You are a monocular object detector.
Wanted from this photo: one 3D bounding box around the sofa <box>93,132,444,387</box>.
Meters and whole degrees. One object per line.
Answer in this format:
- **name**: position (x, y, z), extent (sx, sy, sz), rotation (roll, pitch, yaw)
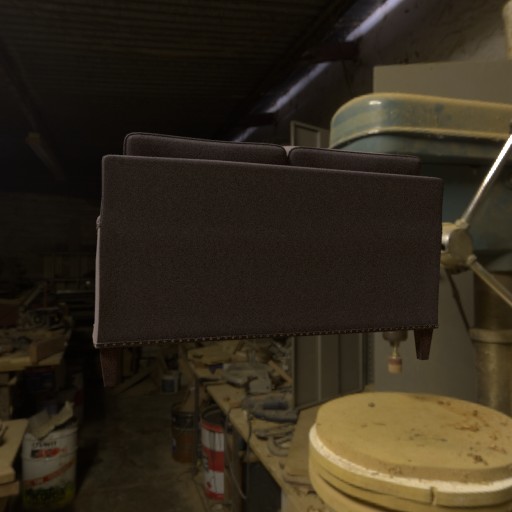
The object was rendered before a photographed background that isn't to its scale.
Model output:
- **sofa**: position (0.000, 0.000, 2.318), extent (1.597, 1.003, 1.084), rotation (0, -1, -18)
